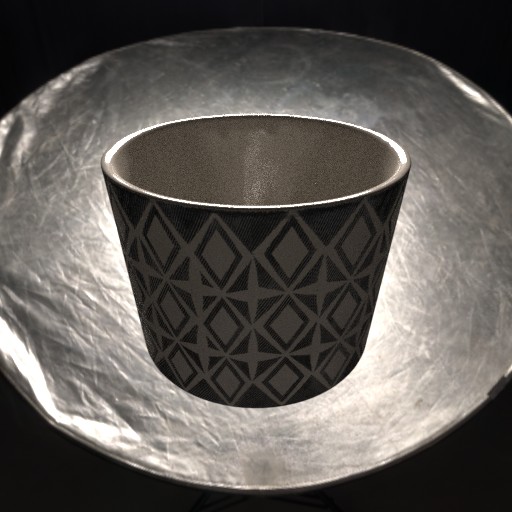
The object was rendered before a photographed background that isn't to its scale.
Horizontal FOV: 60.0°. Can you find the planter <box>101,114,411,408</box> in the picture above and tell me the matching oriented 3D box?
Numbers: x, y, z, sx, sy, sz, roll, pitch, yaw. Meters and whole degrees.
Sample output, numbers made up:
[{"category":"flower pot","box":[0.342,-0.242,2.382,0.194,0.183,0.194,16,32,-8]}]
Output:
[{"category":"planter","box":[0.000,0.000,0.442,0.260,0.220,0.260,0,30,0]}]
